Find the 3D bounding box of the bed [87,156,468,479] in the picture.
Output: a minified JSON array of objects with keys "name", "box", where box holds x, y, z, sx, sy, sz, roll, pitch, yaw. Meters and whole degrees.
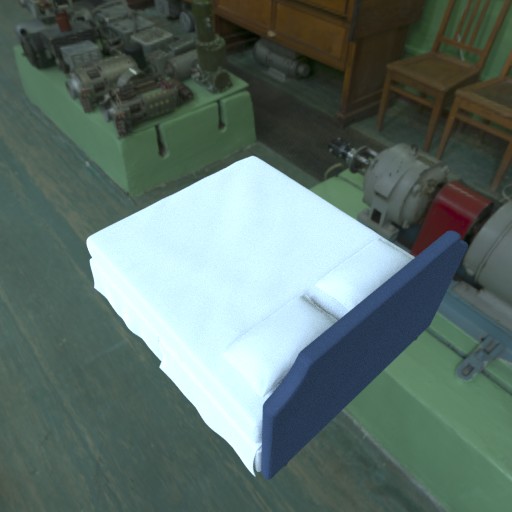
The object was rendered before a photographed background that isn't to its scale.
[{"name":"bed","box":[0.000,0.000,4.150,2.350,1.488,2.773,-32,54,-27]}]
